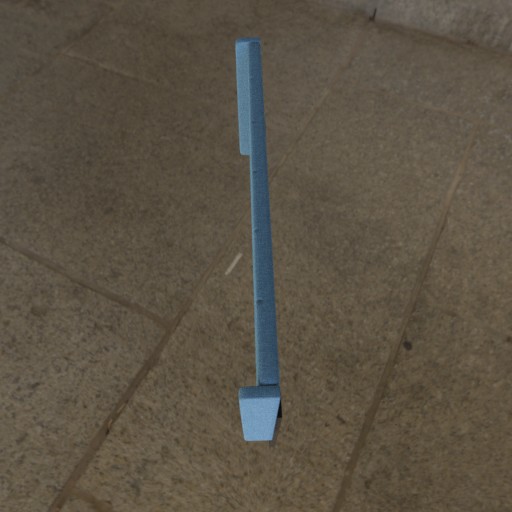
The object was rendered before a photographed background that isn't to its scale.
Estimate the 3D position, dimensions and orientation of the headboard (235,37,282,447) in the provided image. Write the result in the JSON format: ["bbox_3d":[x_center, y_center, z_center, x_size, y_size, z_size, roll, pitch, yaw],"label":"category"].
[{"bbox_3d":[0.000,0.000,2.697,0.184,1.524,2.051,-1,59,-1],"label":"headboard"}]
